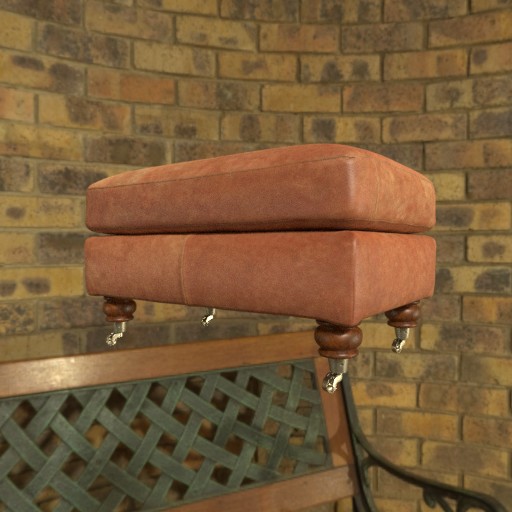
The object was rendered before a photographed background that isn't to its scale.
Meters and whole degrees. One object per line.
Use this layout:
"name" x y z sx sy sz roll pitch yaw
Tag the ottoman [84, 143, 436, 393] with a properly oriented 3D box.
"ottoman" 0.000 0.000 1.224 0.852 0.507 0.565 1 2 36
